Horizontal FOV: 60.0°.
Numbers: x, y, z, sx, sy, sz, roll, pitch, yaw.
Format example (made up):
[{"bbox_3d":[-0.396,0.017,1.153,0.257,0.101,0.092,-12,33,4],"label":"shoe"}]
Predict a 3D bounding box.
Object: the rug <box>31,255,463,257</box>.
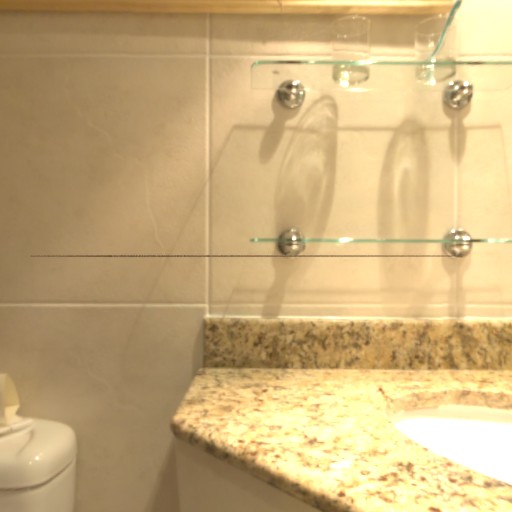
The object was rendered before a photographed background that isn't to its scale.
[{"bbox_3d":[0.000,0.000,2.924,2.427,0.007,1.515,0,0,-37],"label":"rug"}]
